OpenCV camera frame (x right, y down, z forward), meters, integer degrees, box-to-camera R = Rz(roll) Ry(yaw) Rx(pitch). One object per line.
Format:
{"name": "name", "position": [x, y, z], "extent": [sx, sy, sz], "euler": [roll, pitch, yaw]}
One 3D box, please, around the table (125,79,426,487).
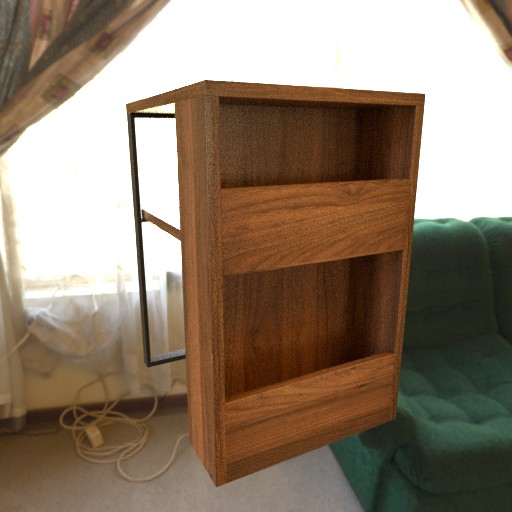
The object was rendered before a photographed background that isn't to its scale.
{"name": "table", "position": [0.000, 0.000, 1.558], "extent": [0.660, 1.041, 0.786], "euler": [-8, 17, -27]}
